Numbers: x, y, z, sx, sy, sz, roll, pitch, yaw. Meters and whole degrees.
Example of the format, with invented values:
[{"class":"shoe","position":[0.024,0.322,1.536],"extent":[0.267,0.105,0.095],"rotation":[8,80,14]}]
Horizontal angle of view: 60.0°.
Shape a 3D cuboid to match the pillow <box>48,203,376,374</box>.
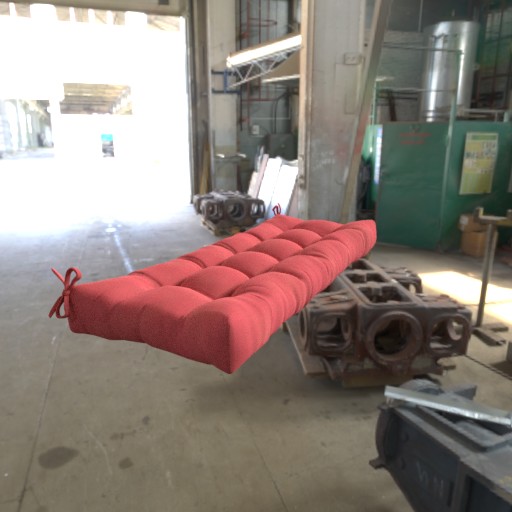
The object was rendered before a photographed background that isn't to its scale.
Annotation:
[{"class":"pillow","position":[0.000,0.000,1.377],"extent":[0.511,0.174,1.194],"rotation":[8,17,26]}]
